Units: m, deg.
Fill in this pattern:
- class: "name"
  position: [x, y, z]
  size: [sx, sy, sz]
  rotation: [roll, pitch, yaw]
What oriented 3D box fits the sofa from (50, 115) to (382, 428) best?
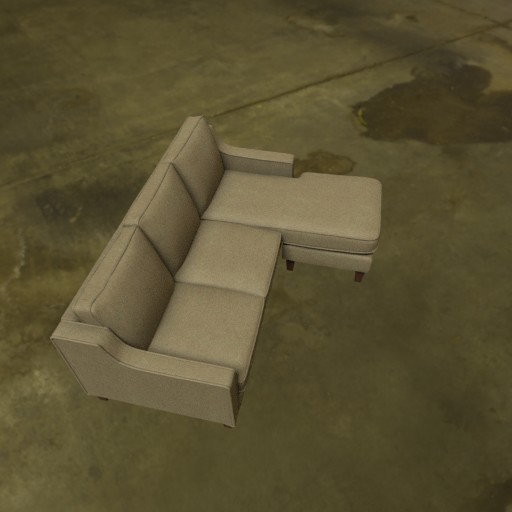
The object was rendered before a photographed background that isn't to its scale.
- class: "sofa"
  position: [0.000, 0.000, 3.351]
  size: [1.858, 1.081, 2.317]
  rotation: [9, 48, 8]
